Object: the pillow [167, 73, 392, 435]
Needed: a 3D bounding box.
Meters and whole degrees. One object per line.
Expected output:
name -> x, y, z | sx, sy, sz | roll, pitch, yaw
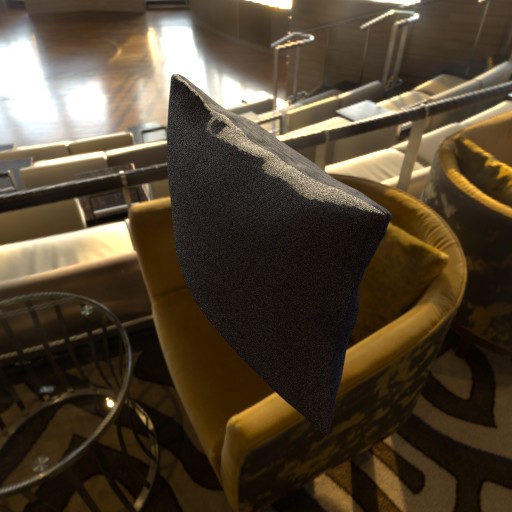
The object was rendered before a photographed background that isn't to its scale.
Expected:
pillow -> 0.000, 0.000, 0.689 | 0.204, 0.439, 0.452 | -24, 47, -24
